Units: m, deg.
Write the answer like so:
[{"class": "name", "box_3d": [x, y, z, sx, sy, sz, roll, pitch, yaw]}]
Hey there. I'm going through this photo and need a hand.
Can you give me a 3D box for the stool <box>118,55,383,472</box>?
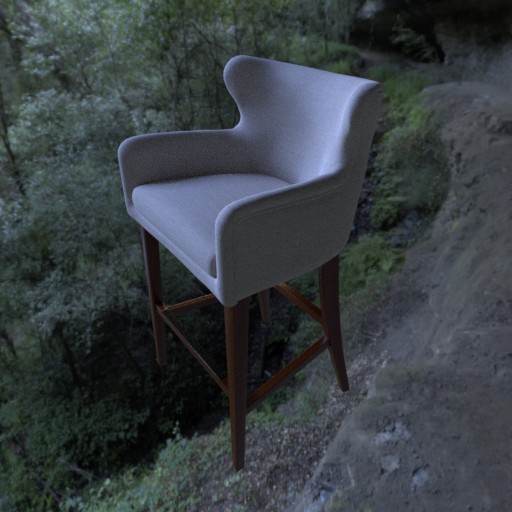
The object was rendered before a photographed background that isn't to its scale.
[{"class": "stool", "box_3d": [0.000, 0.000, 1.330, 0.563, 1.034, 0.556, -21, 38, -30]}]
